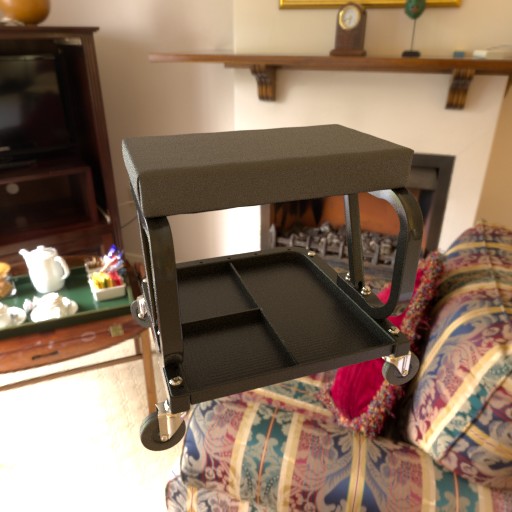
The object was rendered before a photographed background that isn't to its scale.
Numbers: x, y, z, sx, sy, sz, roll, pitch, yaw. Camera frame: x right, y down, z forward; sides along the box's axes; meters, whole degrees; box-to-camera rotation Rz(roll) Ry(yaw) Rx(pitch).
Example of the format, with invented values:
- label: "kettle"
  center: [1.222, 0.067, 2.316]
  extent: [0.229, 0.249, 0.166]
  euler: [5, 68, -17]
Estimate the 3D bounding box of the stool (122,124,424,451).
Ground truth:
- label: "stool"
  center: [0.000, 0.000, 0.730]
  extent: [0.446, 0.380, 0.371]
  euler: [-9, 27, -18]
